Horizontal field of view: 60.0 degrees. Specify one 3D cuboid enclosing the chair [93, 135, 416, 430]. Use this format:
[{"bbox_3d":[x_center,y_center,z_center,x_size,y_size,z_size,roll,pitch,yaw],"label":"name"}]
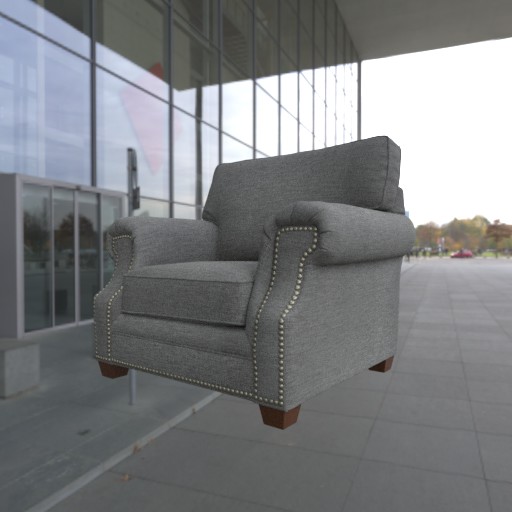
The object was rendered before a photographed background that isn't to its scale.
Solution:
[{"bbox_3d":[0.000,0.000,1.856,1.092,0.961,0.965,1,1,38],"label":"chair"}]
